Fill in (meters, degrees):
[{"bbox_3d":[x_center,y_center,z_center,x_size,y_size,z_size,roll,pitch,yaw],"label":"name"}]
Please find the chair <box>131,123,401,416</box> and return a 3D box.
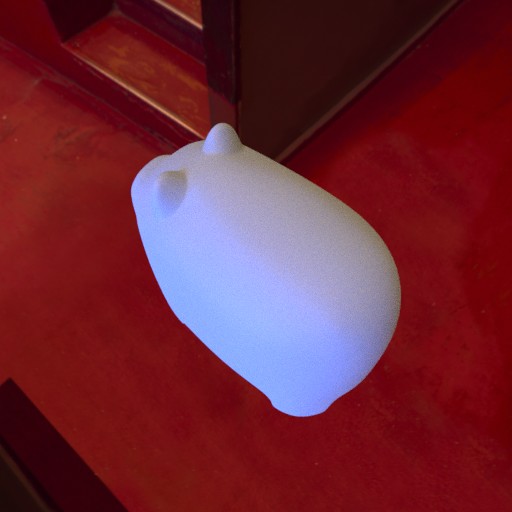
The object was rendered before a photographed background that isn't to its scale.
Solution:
[{"bbox_3d":[0.000,0.000,0.886,0.619,0.423,0.364,37,69,16],"label":"chair"}]
